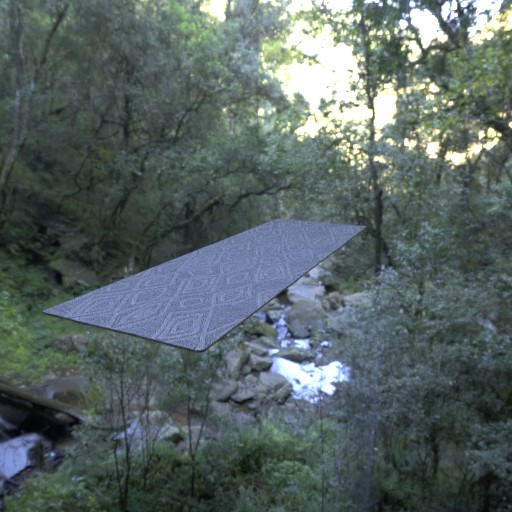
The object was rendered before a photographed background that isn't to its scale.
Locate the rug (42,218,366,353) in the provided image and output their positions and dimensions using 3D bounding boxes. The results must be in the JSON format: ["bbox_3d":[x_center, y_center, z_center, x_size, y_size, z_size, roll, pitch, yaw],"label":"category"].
[{"bbox_3d":[0.000,0.000,2.729,0.807,0.013,2.436,7,17,26],"label":"rug"}]
